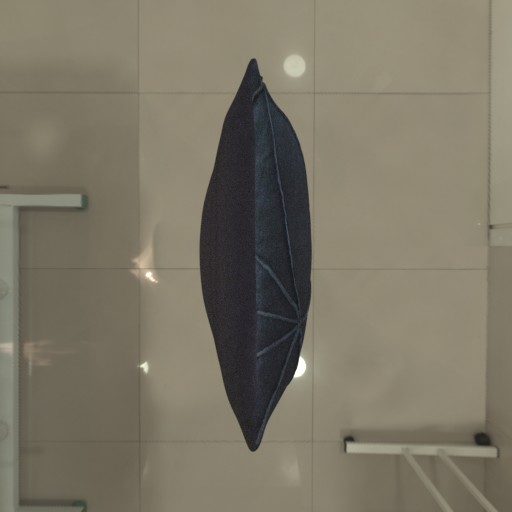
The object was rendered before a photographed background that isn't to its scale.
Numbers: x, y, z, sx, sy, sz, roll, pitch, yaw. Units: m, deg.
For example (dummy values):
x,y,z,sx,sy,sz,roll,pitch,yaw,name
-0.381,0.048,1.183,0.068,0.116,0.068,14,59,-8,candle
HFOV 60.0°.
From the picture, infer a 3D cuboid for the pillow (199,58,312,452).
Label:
x,y,z,sx,sy,sz,roll,pitch,yaw,name
0.000,0.000,0.693,0.183,0.440,0.439,0,91,0,pillow
